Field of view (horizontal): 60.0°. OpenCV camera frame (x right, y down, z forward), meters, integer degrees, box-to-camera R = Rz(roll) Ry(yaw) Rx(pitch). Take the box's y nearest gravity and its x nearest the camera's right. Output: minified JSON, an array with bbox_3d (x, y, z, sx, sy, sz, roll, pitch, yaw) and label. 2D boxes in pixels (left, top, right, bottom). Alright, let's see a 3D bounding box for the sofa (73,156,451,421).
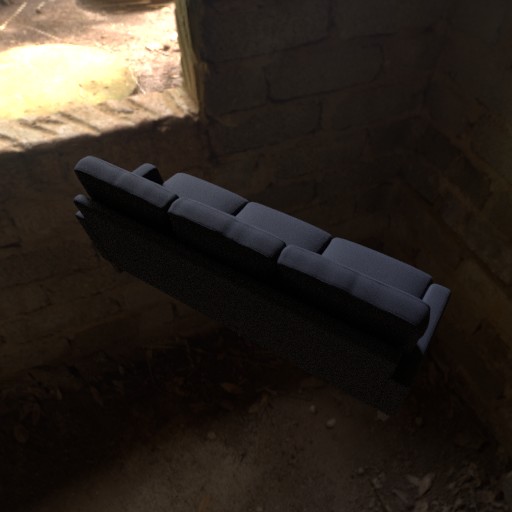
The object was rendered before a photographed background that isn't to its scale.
[{"bbox_3d":[0.000,0.000,2.635,2.115,0.984,0.888,25,51,22],"label":"sofa"}]
